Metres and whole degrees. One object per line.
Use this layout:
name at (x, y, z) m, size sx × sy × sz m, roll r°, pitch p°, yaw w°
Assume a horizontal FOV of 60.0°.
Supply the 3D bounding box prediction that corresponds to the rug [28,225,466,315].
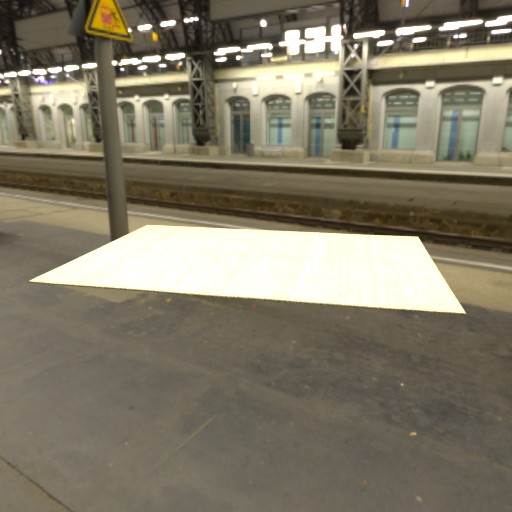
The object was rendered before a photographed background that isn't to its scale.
rug at (0.000, 0.000, 2.412) m, size 1.850 × 0.015 × 1.250 m, roll 3°, pitch 16°, yaw 11°
